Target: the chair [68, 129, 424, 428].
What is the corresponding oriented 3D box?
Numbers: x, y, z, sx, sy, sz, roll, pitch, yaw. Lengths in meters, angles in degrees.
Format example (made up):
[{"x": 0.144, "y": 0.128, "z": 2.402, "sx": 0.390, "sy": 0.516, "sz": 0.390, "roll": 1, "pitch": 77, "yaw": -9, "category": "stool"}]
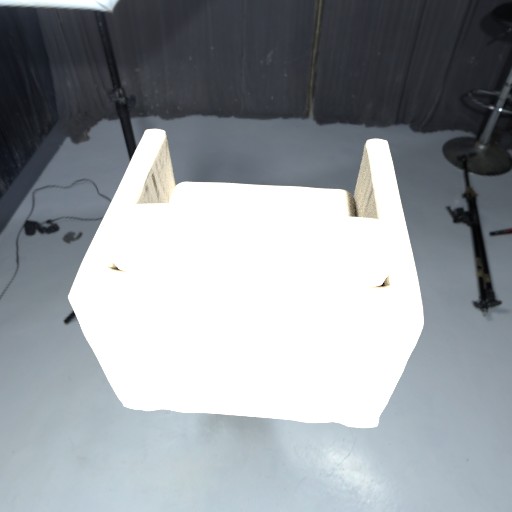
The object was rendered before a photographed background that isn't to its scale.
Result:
[{"x": 0.000, "y": 0.000, "z": 1.749, "sx": 1.057, "sy": 0.867, "sz": 0.949, "roll": 3, "pitch": 46, "yaw": 3, "category": "chair"}]
